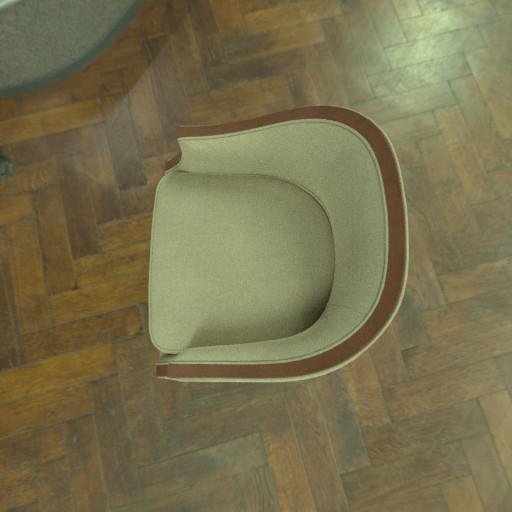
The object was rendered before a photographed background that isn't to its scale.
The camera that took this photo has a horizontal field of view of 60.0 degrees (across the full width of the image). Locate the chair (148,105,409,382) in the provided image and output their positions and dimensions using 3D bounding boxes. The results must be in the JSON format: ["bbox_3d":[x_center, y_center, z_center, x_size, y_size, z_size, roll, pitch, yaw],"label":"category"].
[{"bbox_3d":[0.000,0.000,1.480,0.735,0.876,0.803,0,76,0],"label":"chair"}]
